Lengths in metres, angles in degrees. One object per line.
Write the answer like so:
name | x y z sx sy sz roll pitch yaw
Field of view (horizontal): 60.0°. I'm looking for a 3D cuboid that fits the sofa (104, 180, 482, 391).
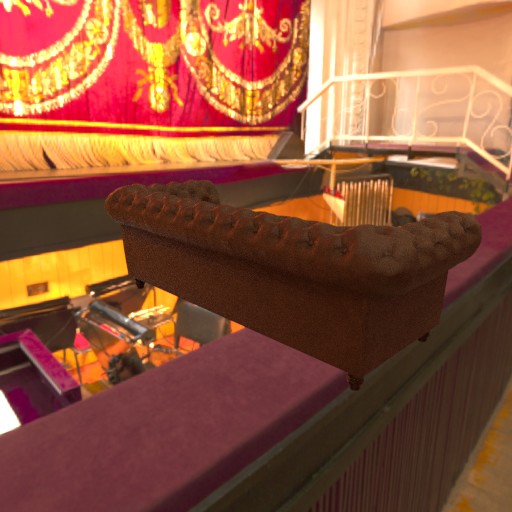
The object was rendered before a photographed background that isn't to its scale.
sofa | 0.000 0.000 2.828 0.944 0.783 2.385 -15 22 -43
